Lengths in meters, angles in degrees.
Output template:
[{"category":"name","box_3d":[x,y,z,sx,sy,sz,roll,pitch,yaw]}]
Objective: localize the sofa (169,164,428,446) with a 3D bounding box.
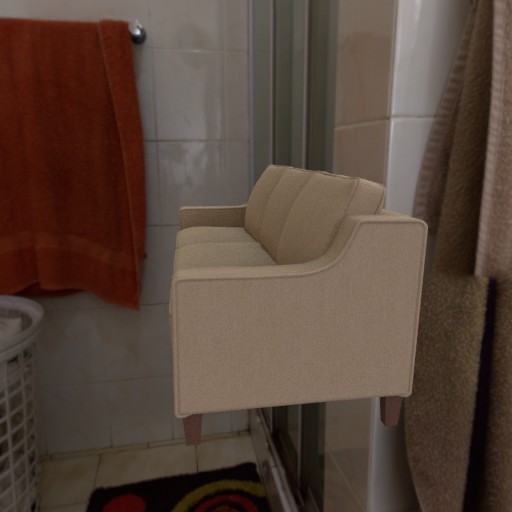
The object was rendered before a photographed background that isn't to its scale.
[{"category":"sofa","box_3d":[0.000,0.000,2.503,0.911,0.974,1.986,-2,13,-9]}]
